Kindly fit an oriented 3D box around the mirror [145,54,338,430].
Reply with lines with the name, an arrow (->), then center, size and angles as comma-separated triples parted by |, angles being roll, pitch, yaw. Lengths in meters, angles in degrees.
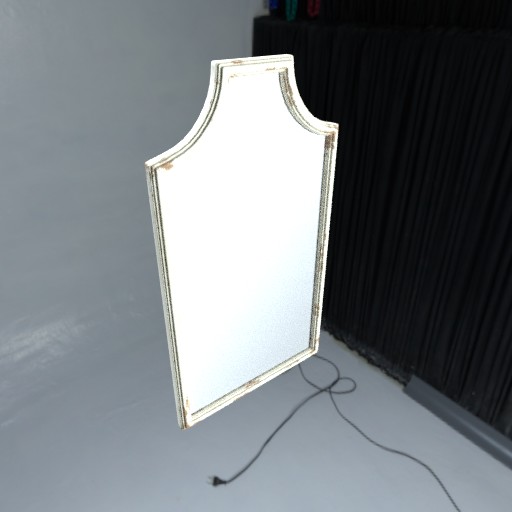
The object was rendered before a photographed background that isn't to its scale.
mirror -> 0.000, 0.000, 0.875 | 0.403, 0.717, 0.022 | -21, 36, -32
